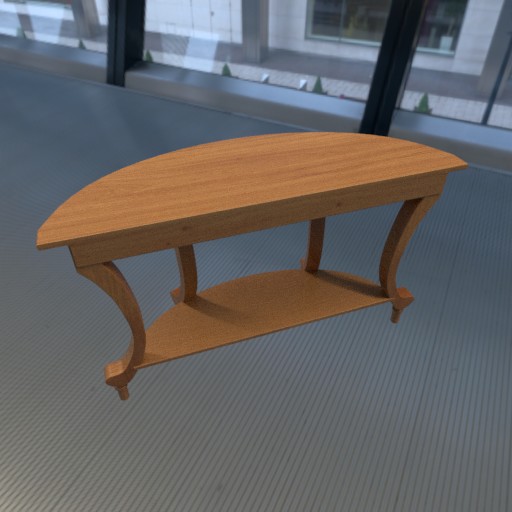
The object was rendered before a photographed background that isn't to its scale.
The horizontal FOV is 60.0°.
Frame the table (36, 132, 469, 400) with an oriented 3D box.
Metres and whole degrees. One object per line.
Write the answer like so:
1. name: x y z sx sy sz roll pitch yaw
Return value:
1. table: 0.000 0.000 1.525 1.198 0.692 0.394 -12 41 -15
